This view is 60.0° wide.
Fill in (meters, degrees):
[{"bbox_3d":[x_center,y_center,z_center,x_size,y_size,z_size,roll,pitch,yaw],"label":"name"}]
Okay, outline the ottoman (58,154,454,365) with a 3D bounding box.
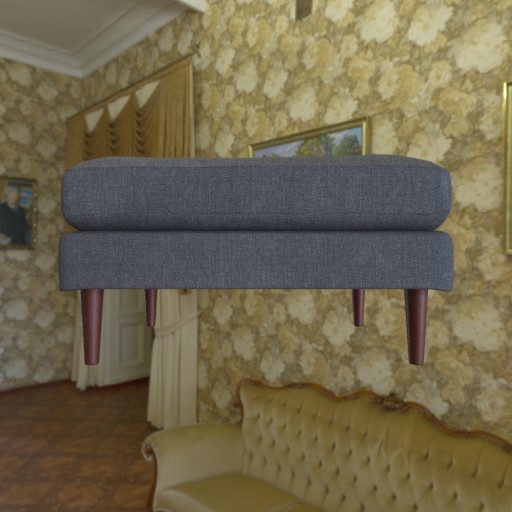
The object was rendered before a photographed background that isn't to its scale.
[{"bbox_3d":[0.000,0.000,1.242,0.821,0.474,0.693,0,0,0],"label":"ottoman"}]
